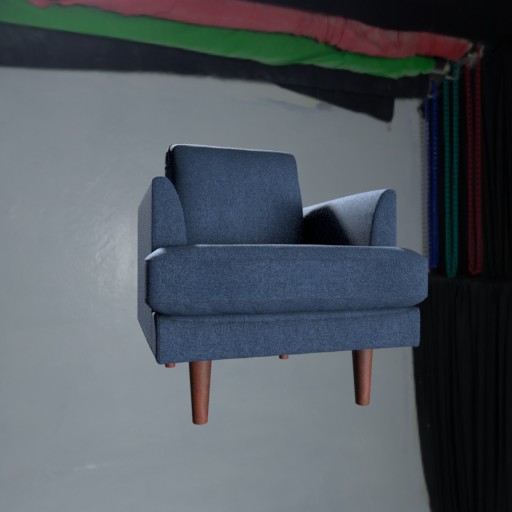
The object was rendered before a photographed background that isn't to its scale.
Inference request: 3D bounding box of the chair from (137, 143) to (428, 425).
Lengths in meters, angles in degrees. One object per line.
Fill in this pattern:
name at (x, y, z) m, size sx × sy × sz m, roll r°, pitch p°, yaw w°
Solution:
chair at (0.000, 0.000, 1.652) m, size 0.858 × 0.957 × 0.899 m, roll 0°, pitch -1°, yaw -18°
